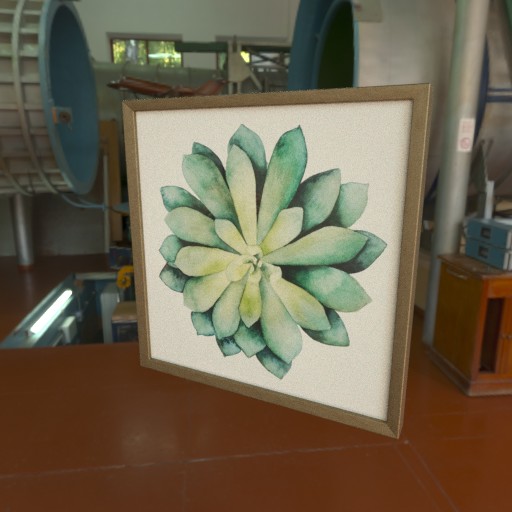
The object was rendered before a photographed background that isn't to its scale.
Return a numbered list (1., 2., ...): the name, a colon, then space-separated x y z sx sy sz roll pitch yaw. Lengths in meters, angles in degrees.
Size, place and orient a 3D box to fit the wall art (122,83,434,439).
1. wall art: 0.000 0.000 0.736 0.503 0.506 0.040 7 16 26
